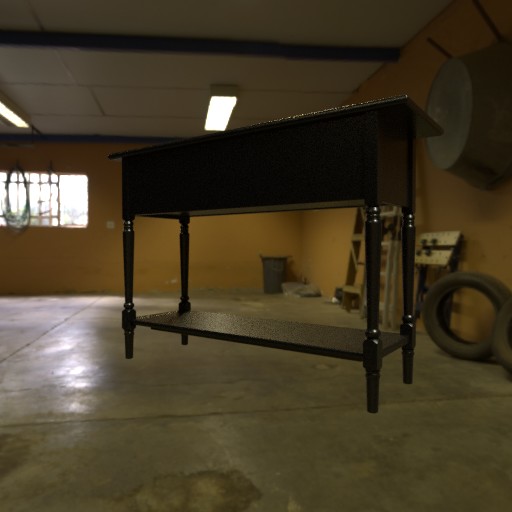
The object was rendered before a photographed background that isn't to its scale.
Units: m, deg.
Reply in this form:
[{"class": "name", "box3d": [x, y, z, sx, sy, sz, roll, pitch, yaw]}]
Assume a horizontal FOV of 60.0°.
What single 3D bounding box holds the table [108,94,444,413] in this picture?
[{"class": "table", "box3d": [0.000, 0.000, 1.601, 1.191, 0.819, 0.386, 1, 1, 35]}]
